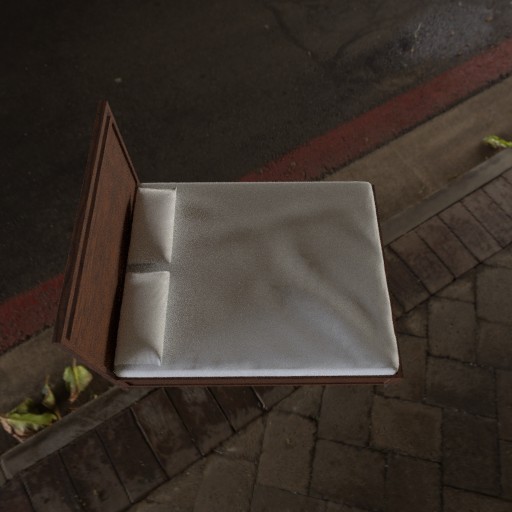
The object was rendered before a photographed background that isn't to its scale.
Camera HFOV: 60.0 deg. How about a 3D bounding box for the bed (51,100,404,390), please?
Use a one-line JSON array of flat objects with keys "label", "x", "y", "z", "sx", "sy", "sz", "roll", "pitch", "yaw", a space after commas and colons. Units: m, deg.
[{"label": "bed", "x": 0.000, "y": 0.000, "z": 3.443, "sx": 2.218, "sy": 1.487, "sz": 1.765, "roll": 0, "pitch": 64, "yaw": 0}]
